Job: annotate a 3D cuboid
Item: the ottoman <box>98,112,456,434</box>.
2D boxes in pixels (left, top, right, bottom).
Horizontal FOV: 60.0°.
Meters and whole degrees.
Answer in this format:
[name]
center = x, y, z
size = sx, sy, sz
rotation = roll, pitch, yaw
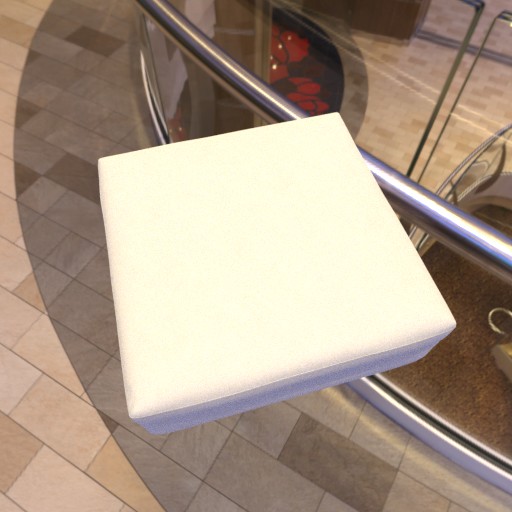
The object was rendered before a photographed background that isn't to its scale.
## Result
[ottoman]
center = 0.000, 0.000, 1.868
size = 1.167, 0.482, 1.163
rotation = -13, 59, -8
